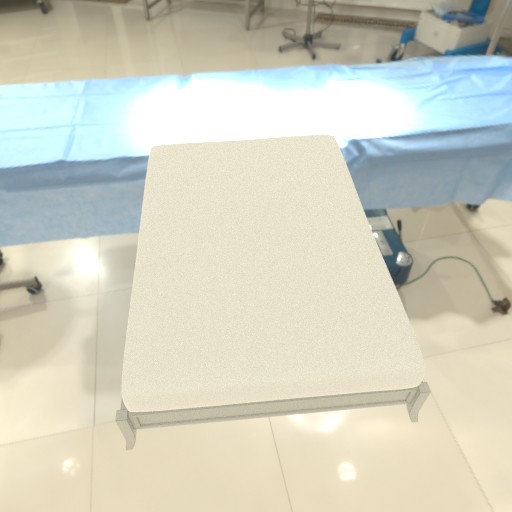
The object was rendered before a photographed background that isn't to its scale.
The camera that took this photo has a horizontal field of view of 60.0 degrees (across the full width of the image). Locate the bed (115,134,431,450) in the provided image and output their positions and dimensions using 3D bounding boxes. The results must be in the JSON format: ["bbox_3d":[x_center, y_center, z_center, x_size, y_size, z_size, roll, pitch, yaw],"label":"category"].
[{"bbox_3d":[0.000,0.000,2.693,1.460,0.510,1.985,-4,47,-4],"label":"bed"}]
